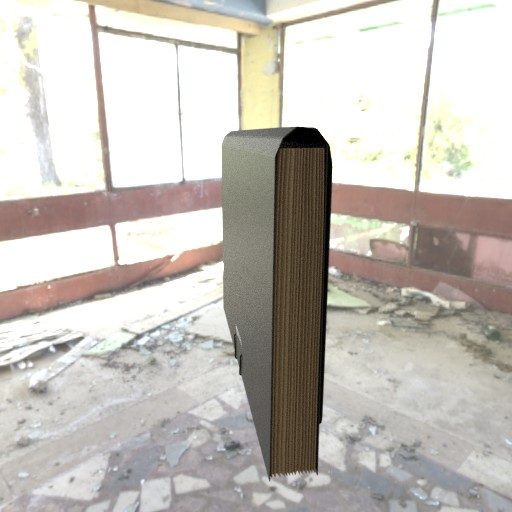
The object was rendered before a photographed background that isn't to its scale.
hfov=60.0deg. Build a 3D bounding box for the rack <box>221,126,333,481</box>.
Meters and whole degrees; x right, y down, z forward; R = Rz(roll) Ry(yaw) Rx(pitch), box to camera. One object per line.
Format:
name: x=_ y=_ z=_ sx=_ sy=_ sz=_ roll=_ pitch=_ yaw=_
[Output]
rack: x=0.000 y=0.000 z=0.439 sx=0.041 sy=0.241 sz=0.330 roll=-3 pitch=15 yaw=-9
